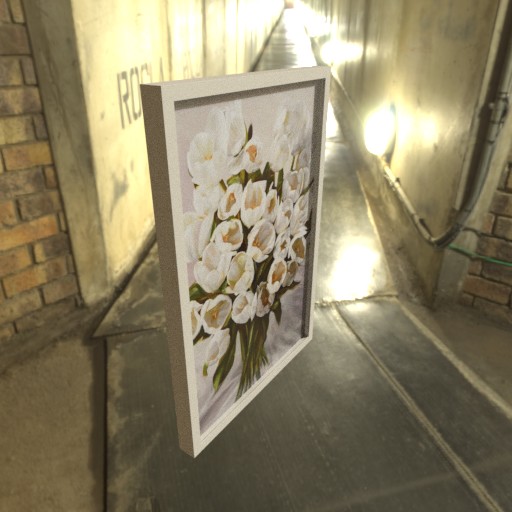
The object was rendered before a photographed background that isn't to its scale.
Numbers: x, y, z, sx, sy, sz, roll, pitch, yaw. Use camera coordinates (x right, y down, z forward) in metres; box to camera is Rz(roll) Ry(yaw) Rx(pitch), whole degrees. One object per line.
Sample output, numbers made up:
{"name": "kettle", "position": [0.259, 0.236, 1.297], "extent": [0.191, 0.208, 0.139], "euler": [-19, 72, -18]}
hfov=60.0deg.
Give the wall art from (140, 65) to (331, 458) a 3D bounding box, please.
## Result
{"name": "wall art", "position": [0.000, 0.000, 0.860], "extent": [0.038, 0.657, 0.450], "euler": [18, 32, 32]}
